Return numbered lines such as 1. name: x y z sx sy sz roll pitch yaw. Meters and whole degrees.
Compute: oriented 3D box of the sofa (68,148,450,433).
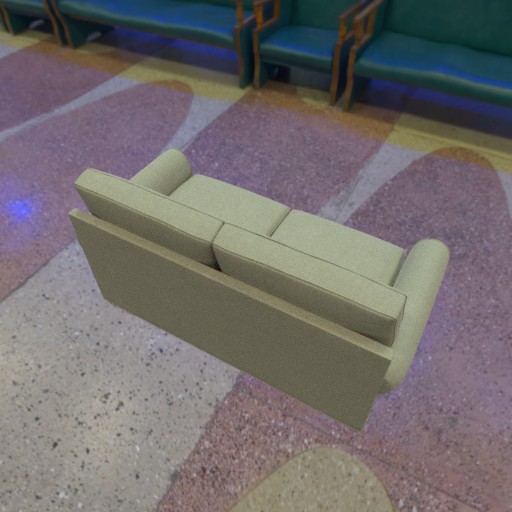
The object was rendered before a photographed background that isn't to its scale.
1. sofa: 0.000 0.000 2.329 1.774 0.933 0.861 23 51 20
